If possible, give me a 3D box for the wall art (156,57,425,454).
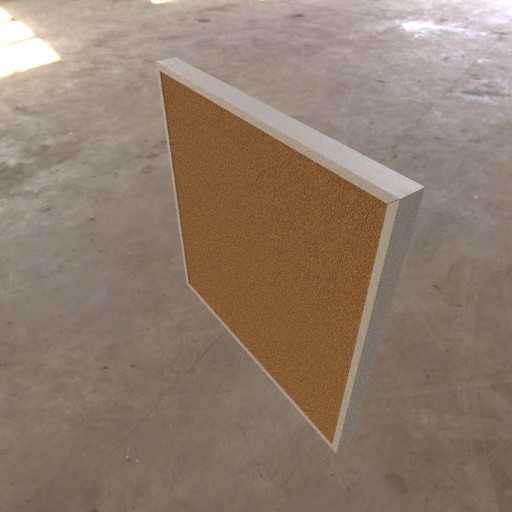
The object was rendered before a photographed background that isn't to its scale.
[{"bbox_3d":[0.000,0.000,0.744,0.037,0.508,0.508,-25,47,-27],"label":"wall art"}]
